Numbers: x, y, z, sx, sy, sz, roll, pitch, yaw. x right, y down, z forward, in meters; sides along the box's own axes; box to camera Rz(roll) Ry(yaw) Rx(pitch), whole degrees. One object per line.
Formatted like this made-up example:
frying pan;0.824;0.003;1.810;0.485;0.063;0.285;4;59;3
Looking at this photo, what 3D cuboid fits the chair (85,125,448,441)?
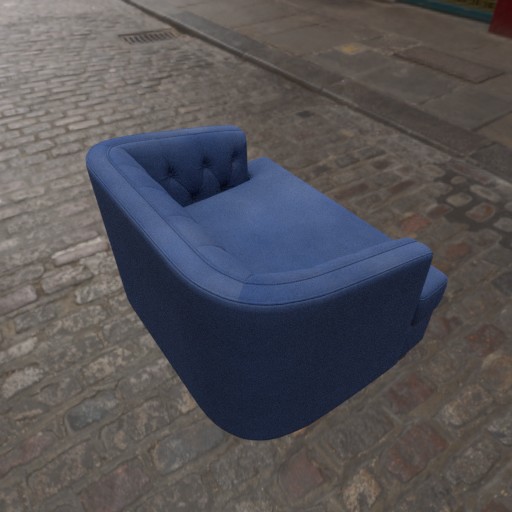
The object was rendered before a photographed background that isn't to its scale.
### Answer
chair;0.000;0.000;1.721;0.914;0.787;1.118;-25;46;-26
